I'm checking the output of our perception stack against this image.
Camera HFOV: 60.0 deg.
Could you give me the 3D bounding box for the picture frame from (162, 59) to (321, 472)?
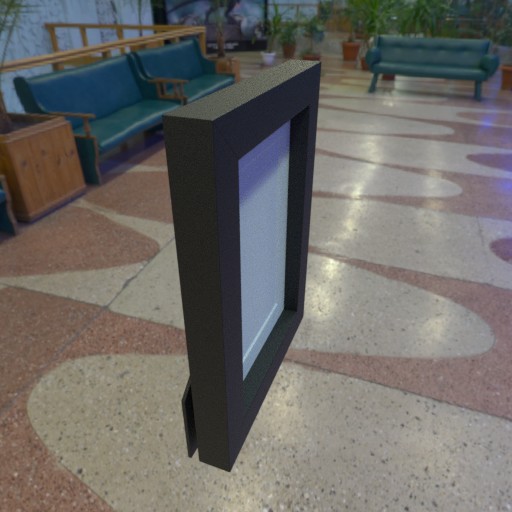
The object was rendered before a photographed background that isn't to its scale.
[{"bbox_3d":[0.000,0.000,0.278,0.028,0.208,0.157,11,33,18],"label":"picture frame"}]
